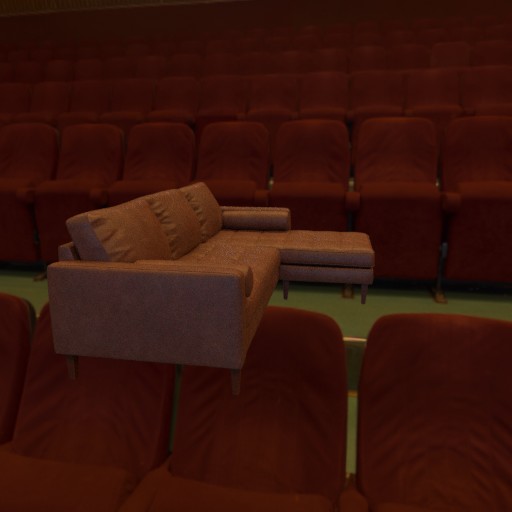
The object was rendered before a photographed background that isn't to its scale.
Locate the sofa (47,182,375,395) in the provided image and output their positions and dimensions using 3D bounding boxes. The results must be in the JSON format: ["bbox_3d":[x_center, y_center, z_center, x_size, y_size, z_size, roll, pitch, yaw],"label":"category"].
[{"bbox_3d":[0.000,0.000,2.978,1.613,0.841,2.185,2,14,10],"label":"sofa"}]
